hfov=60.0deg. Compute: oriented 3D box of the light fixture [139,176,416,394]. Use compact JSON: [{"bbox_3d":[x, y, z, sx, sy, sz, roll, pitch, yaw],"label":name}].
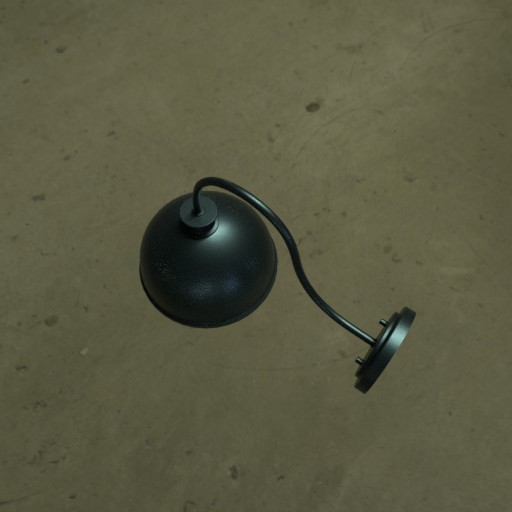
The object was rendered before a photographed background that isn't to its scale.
[{"bbox_3d":[0.000,0.000,0.660,0.467,0.295,0.253,33,67,16],"label":"light fixture"}]
